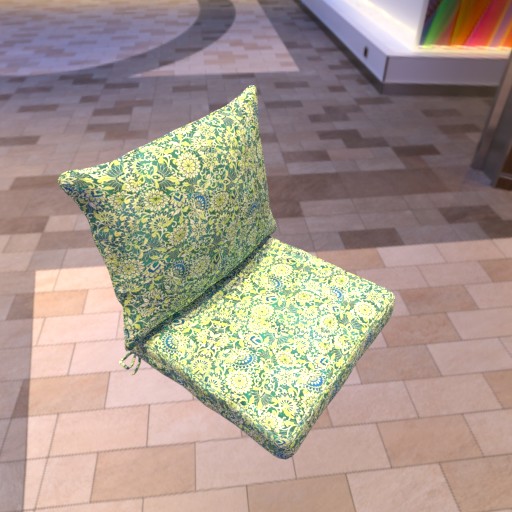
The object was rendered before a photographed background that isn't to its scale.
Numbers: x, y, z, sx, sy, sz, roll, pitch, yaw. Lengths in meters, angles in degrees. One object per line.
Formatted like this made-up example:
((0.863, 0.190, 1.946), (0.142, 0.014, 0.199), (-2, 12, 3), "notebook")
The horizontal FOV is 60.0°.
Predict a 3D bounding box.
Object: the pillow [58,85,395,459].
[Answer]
((0.000, 0.000, 1.360), (0.740, 0.722, 0.798), (26, 47, 28), "pillow")
